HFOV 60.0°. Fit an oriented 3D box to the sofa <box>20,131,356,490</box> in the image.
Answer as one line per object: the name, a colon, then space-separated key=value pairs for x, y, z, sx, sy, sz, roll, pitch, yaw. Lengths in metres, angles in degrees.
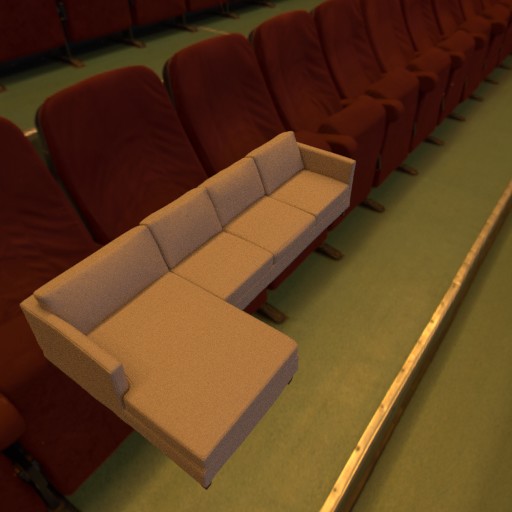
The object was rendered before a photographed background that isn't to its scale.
sofa: x=0.000 y=0.000 z=3.735 sx=1.625 sy=0.846 sz=3.186 roll=25 pitch=46 yaw=27
